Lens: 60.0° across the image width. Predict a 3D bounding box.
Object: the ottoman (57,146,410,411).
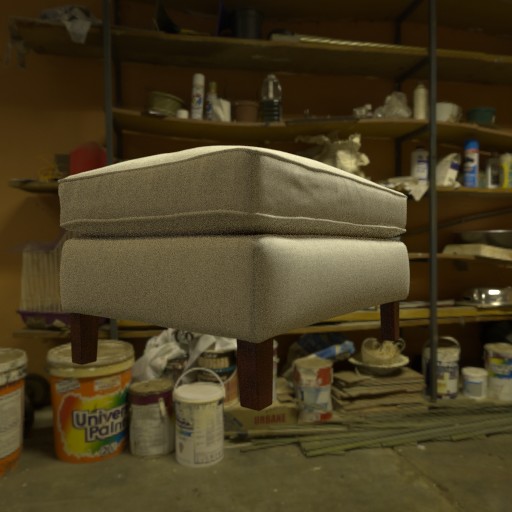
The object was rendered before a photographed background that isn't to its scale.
[{"bbox_3d":[0.000,0.000,0.958,0.501,0.406,0.665,1,1,36],"label":"ottoman"}]
